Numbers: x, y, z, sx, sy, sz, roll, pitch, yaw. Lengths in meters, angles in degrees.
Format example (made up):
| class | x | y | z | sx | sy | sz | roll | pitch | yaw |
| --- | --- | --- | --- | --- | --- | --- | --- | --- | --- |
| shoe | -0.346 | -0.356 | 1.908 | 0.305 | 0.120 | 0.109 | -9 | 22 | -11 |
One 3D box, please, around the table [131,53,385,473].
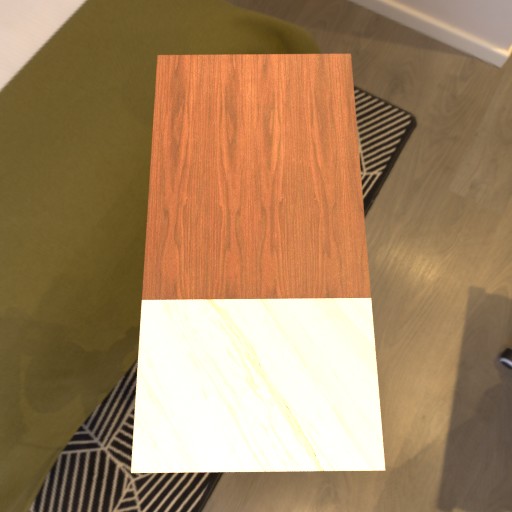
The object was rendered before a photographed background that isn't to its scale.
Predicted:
| class | x | y | z | sx | sy | sz | roll | pitch | yaw |
| --- | --- | --- | --- | --- | --- | --- | --- | --- | --- |
| table | 0.000 | 0.000 | 1.857 | 0.789 | 0.551 | 1.553 | 0 | 74 | 0 |
